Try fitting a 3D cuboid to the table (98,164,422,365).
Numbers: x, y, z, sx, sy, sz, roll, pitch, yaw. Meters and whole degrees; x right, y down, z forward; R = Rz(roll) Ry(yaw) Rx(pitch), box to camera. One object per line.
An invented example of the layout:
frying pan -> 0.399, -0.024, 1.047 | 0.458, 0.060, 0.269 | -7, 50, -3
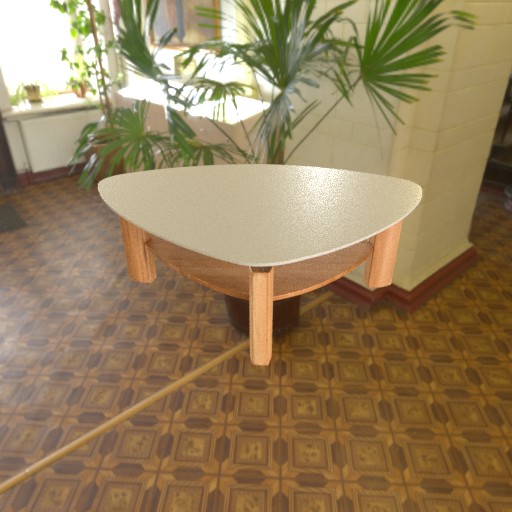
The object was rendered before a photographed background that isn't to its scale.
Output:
table -> 0.000, 0.000, 1.679 | 1.250, 0.440, 0.850 | 1, 30, 2
